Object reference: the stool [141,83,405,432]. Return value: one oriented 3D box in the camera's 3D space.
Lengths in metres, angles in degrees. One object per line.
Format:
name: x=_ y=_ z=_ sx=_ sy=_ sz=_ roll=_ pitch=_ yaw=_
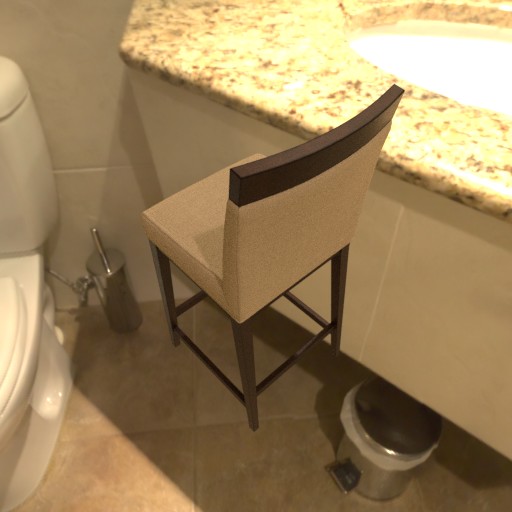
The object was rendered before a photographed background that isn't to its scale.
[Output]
stool: x=0.000 y=0.000 z=1.424 sx=0.511 sy=1.117 sz=0.531 roll=-34 pitch=55 yaw=-28
